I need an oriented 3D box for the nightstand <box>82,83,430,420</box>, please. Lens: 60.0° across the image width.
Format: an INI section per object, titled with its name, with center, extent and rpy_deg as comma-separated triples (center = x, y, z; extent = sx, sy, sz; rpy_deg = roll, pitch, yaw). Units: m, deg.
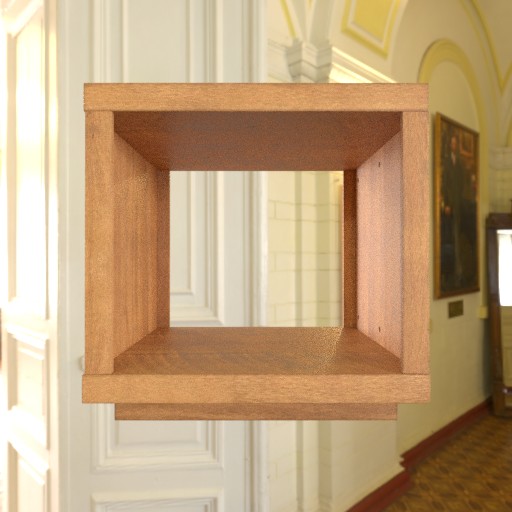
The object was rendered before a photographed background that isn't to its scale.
[nightstand]
center = 0.000, 0.000, 0.844
extent = 0.493, 0.491, 0.436
rpy_deg = 0, 0, 0
